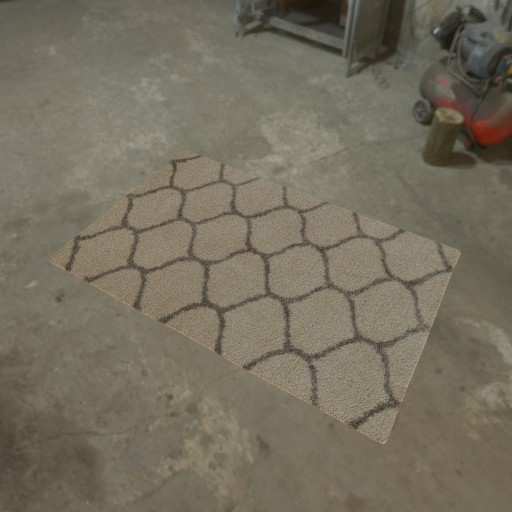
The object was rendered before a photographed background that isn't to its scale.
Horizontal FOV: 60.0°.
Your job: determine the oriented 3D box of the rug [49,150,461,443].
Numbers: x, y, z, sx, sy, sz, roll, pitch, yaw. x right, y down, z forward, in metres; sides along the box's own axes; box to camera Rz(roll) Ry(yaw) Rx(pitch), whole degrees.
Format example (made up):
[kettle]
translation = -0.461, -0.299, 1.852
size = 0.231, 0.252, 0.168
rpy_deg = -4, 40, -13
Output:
[rug]
translation = 0.000, 0.000, 2.983
size = 2.348, 0.024, 1.501
rpy_deg = 24, 52, 20
